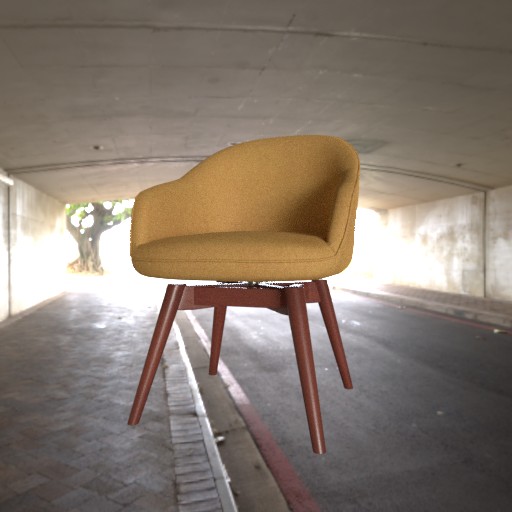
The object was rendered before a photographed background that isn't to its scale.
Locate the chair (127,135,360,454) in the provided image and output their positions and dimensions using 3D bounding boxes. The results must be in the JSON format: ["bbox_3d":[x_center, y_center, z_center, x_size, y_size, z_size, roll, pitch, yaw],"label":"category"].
[{"bbox_3d":[0.000,0.000,1.256,0.596,0.823,0.635,0,1,19],"label":"chair"}]
